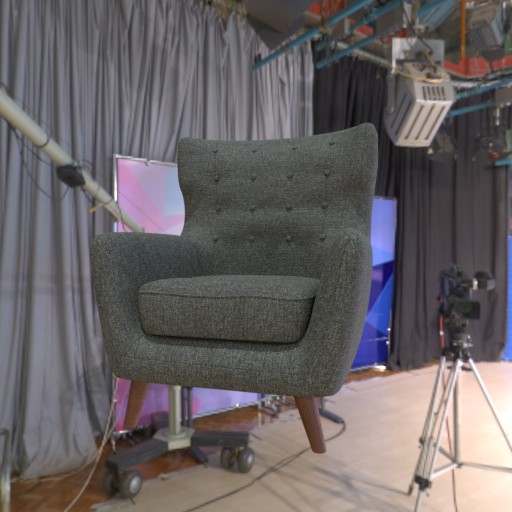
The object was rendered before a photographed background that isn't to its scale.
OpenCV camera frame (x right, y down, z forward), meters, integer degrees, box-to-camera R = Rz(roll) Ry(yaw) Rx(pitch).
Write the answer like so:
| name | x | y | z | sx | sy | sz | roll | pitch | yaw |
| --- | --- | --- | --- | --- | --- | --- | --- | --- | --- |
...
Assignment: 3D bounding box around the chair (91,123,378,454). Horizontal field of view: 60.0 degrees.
| name | x | y | z | sx | sy | sz | roll | pitch | yaw |
| --- | --- | --- | --- | --- | --- | --- | --- | --- | --- |
| chair | 0.000 | 0.000 | 1.678 | 0.878 | 1.063 | 0.904 | 0 | 1 | 16 |
